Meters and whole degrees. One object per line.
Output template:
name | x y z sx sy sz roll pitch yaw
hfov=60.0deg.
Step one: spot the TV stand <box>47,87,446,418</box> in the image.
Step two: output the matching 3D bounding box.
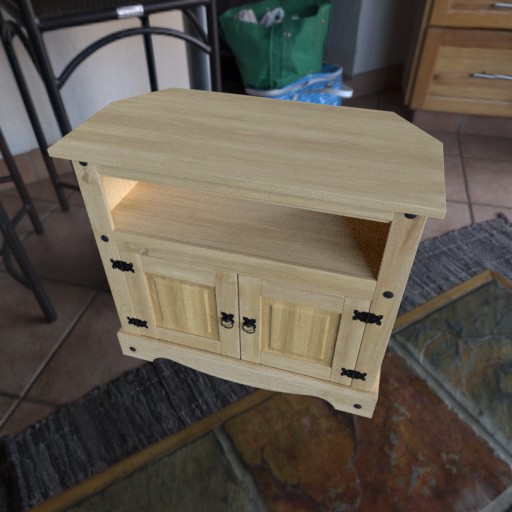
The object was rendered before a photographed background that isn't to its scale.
TV stand | 0.000 0.000 1.312 0.851 0.781 0.425 11 42 12
